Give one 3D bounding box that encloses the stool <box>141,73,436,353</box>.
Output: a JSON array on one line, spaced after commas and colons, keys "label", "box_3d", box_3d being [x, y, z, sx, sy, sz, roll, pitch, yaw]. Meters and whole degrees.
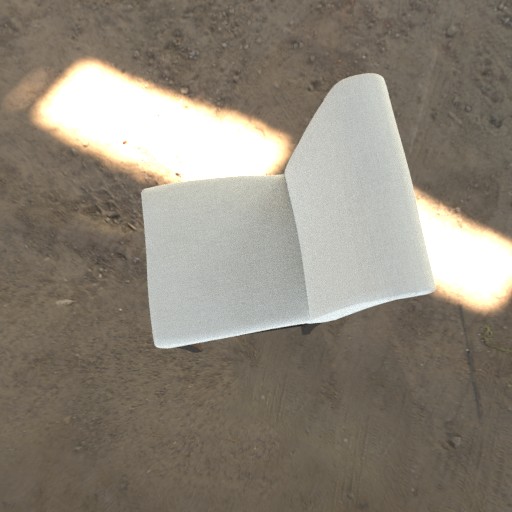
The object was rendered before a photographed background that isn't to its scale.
[{"label": "stool", "box_3d": [0.000, 0.000, 1.284, 0.597, 0.976, 0.452, -8, 76, -2]}]
